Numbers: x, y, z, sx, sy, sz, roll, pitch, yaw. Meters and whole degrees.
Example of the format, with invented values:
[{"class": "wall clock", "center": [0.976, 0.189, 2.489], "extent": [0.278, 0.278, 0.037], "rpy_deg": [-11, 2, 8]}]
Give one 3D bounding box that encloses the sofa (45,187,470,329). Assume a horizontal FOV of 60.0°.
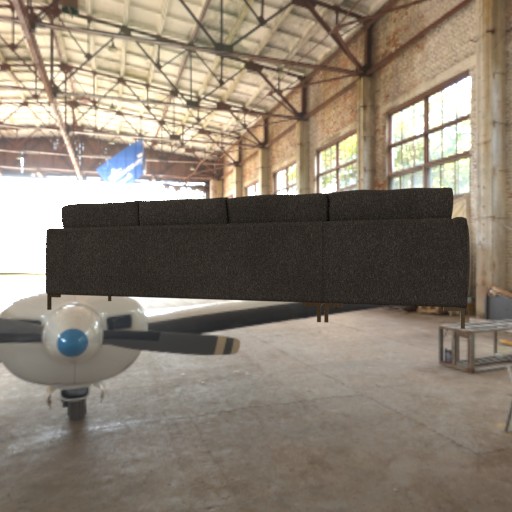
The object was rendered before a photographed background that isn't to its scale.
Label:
[{"class": "sofa", "center": [0.000, 0.000, 3.490], "extent": [2.932, 0.810, 1.350], "rpy_deg": [0, 0, 18]}]
